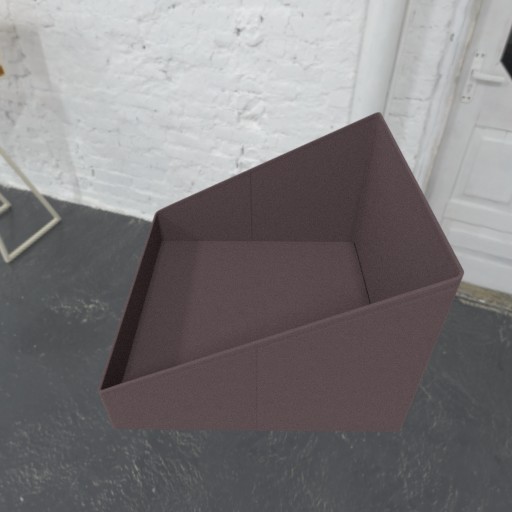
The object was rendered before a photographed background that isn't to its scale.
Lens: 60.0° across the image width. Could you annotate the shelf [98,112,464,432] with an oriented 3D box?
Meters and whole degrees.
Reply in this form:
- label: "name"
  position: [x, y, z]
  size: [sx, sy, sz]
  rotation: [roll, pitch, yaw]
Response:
- label: "shelf"
  position: [0.000, 0.000, 0.484]
  size: [0.292, 0.210, 0.292]
  rotation: [0, 40, 0]
